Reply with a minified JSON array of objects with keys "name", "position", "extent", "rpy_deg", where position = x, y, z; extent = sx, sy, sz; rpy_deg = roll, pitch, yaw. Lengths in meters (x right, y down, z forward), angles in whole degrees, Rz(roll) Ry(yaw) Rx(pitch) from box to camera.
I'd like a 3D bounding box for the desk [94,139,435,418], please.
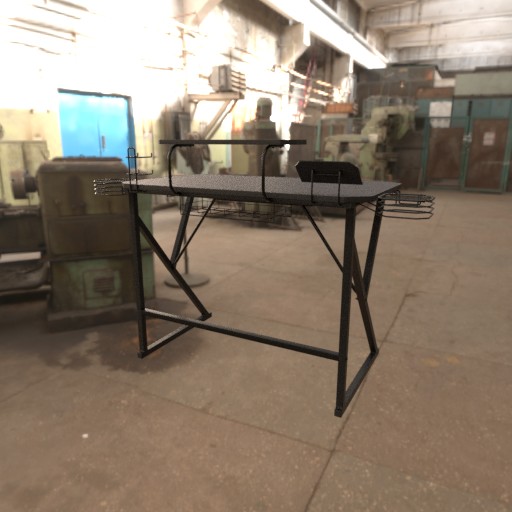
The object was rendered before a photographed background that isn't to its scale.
[{"name":"desk","position":[0.000,0.000,1.735],"extent":[1.290,0.880,0.580],"rpy_deg":[8,17,27]}]
